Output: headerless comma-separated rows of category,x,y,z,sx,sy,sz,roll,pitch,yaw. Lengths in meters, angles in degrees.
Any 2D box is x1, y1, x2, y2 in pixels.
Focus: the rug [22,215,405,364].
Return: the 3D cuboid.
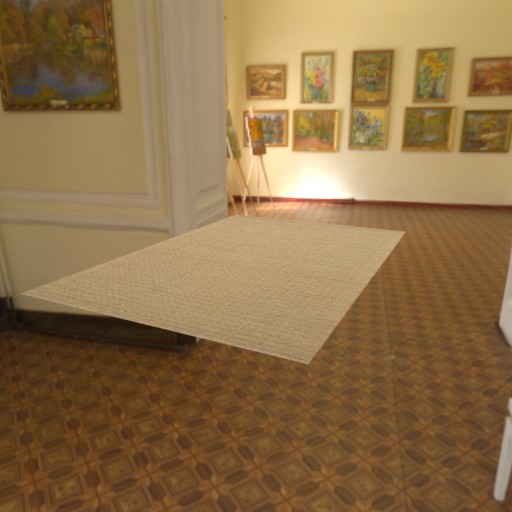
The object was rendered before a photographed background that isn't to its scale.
rug,0.000,0.000,3.713,1.981,0.006,2.895,8,18,25
